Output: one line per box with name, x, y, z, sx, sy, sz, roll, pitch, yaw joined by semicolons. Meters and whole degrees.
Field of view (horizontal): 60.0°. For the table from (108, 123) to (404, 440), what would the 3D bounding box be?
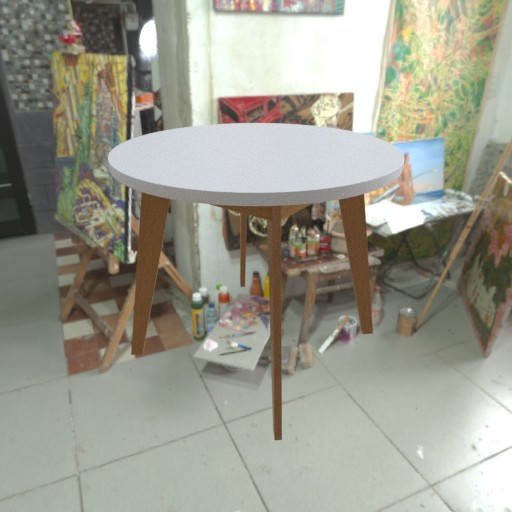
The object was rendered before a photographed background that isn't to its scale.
table;0.000;0.000;1.566;0.896;0.762;0.896;0;26;0
